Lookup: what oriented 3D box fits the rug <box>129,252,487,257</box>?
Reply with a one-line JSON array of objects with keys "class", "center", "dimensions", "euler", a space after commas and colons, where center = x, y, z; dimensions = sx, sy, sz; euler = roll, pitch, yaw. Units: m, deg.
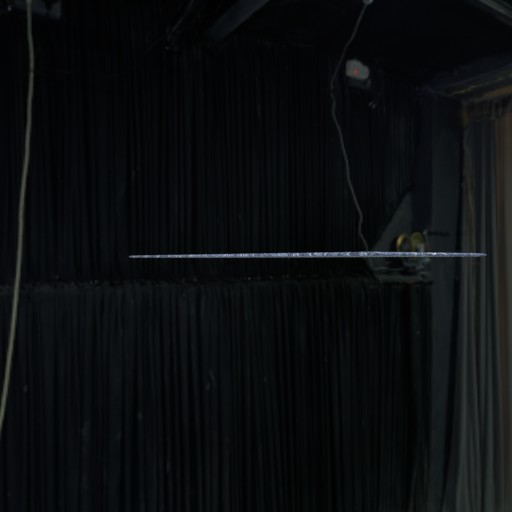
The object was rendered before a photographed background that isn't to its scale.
[{"class": "rug", "center": [0.000, 0.000, 2.557], "dimensions": [0.719, 0.013, 2.306], "euler": [0, 0, -35]}]
